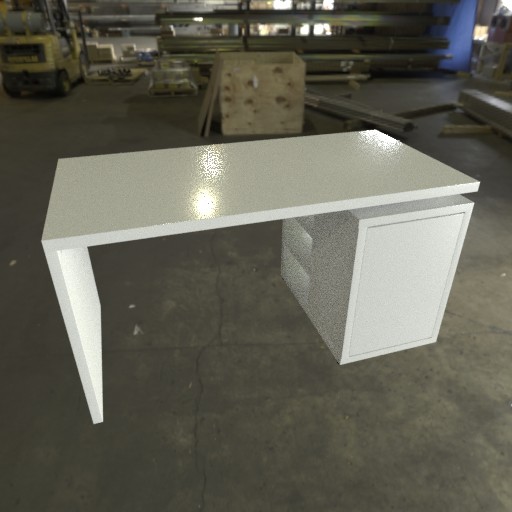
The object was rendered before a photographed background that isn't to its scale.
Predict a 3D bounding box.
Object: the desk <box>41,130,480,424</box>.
[{"bbox_3d":[0.000,0.000,1.817,1.400,0.740,0.690,-9,32,-15],"label":"desk"}]
